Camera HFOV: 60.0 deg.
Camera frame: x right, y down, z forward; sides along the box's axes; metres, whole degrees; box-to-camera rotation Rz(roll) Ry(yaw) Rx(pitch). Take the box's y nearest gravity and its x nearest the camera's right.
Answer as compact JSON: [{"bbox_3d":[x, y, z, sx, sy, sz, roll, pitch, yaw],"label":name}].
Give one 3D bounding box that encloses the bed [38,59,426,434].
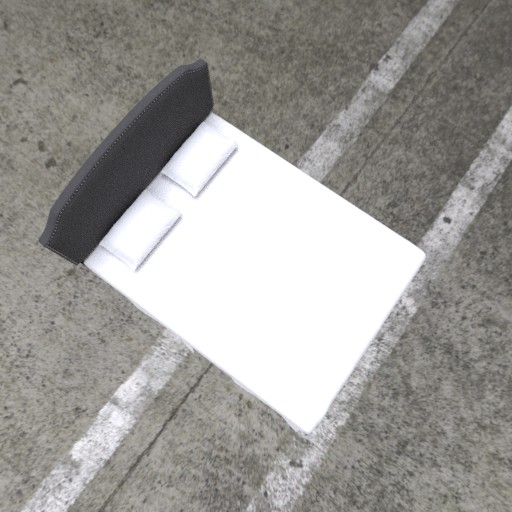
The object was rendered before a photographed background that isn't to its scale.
[{"bbox_3d":[0.000,0.000,2.972,1.999,1.270,1.558,35,78,9],"label":"bed"}]
